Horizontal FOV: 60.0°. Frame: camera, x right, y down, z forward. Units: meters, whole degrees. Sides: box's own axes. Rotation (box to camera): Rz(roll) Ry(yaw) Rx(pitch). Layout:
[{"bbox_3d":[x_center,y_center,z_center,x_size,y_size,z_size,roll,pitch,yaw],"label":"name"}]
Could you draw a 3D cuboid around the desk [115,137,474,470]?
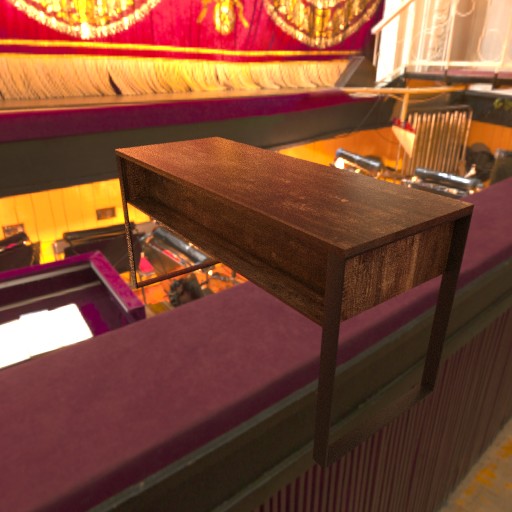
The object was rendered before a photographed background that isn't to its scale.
[{"bbox_3d":[0.000,0.000,1.958,0.599,0.762,1.524,-17,30,-33],"label":"desk"}]
